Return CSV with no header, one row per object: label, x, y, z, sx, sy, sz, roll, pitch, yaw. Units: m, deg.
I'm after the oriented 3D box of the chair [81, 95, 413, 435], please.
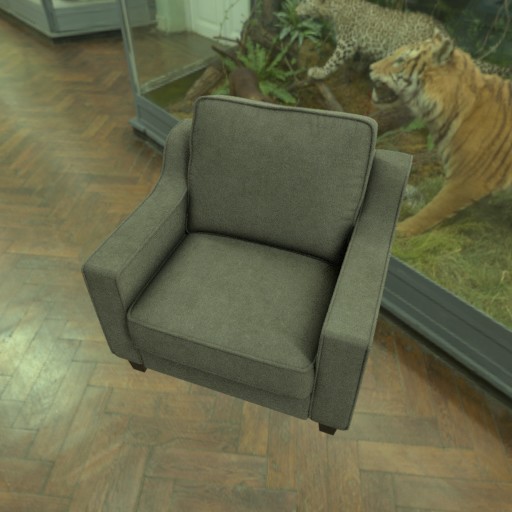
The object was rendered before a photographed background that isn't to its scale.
chair,0.000,0.000,1.638,0.926,0.944,0.840,13,43,15
